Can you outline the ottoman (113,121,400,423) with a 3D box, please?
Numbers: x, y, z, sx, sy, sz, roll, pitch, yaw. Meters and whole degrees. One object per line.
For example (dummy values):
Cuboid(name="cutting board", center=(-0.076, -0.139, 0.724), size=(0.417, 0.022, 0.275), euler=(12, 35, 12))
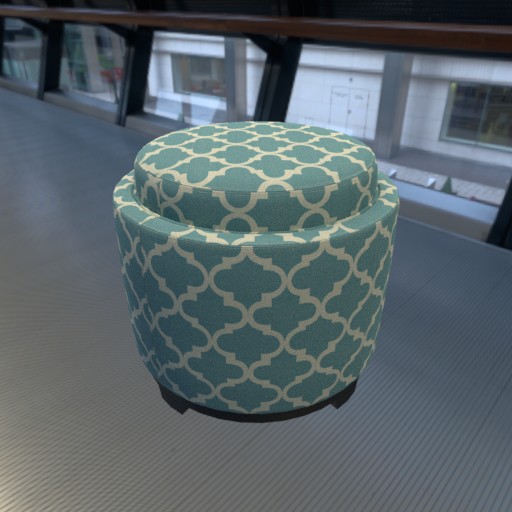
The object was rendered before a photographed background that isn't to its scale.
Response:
Cuboid(name="ottoman", center=(0.000, 0.000, 0.825), size=(0.480, 0.429, 0.480), euler=(0, 29, 0))
